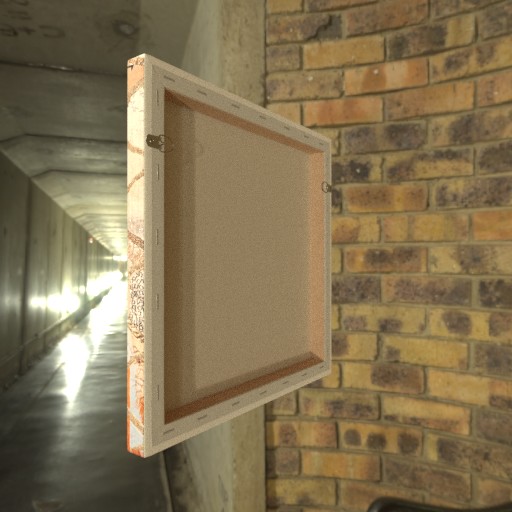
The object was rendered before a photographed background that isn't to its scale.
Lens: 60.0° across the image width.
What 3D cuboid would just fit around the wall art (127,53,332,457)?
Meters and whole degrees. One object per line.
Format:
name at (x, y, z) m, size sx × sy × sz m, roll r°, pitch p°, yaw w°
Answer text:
wall art at (0.000, 0.000, 0.764) m, size 0.038 × 0.508 × 0.507 m, roll 0°, pitch 0°, yaw 37°
